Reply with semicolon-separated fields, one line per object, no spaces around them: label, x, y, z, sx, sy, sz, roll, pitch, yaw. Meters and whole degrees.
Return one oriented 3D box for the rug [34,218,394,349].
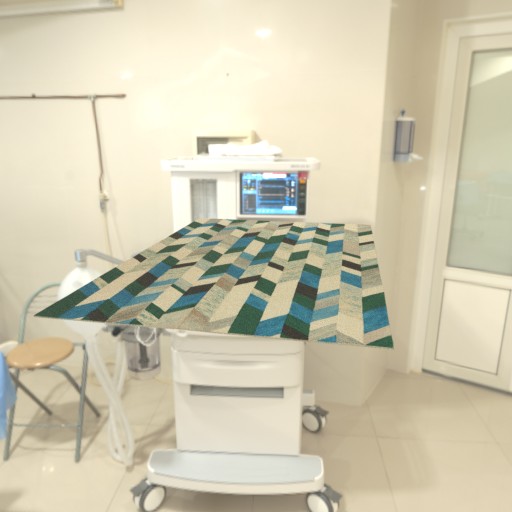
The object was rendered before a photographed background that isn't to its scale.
rug;0.000;0.000;2.290;1.229;0.005;1.827;3;16;11
